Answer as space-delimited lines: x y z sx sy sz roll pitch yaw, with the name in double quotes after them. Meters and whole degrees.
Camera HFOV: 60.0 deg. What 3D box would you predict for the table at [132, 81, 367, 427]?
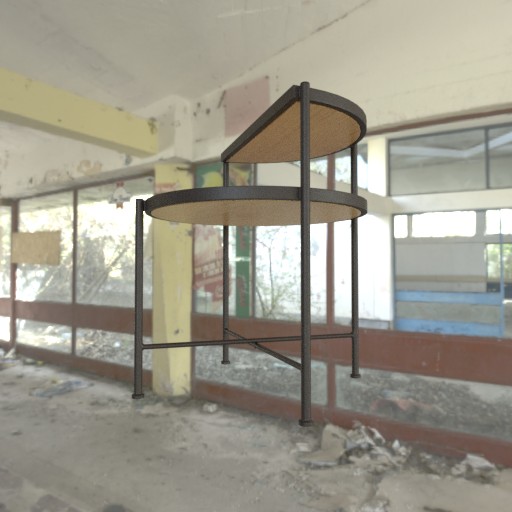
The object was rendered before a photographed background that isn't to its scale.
0.000 0.000 1.171 0.628 0.684 0.629 1 -2 -19 "table"
